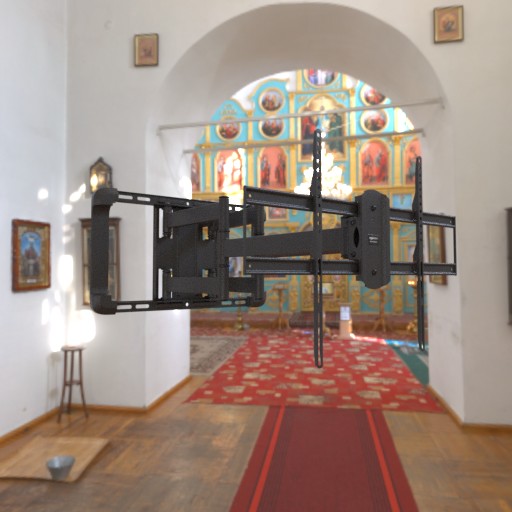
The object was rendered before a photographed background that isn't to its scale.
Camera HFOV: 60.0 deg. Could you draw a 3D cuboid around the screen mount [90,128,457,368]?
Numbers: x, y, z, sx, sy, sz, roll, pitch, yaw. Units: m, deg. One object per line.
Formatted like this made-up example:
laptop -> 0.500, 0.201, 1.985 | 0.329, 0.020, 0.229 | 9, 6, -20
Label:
screen mount -> 0.000, 0.000, 1.343 | 0.725, 0.483, 0.905 | 2, -3, -36
